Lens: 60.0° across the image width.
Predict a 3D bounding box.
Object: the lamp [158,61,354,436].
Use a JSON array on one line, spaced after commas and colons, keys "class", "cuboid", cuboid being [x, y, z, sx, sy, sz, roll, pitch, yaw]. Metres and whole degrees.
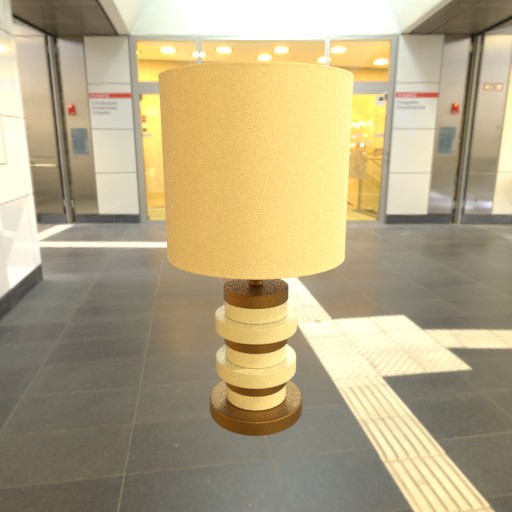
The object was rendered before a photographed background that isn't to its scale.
[{"class": "lamp", "cuboid": [0.000, 0.000, 0.534, 0.210, 0.410, 0.210, -8, 16, -28]}]
